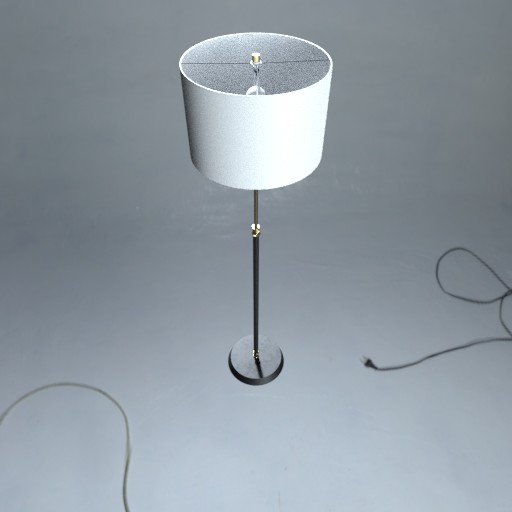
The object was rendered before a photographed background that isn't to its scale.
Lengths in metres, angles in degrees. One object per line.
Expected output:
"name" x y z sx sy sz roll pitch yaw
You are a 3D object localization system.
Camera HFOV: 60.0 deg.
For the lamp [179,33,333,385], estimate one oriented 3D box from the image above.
"lamp" 0.000 0.000 1.707 0.404 1.517 0.404 -3 46 -2
